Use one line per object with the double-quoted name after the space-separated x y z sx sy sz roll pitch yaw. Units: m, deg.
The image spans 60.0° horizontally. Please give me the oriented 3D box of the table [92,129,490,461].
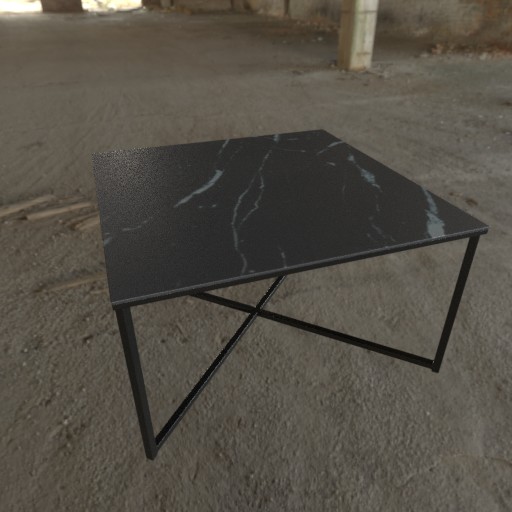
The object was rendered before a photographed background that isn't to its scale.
0.000 0.000 1.290 0.800 0.450 0.800 -11 33 -17 "table"
